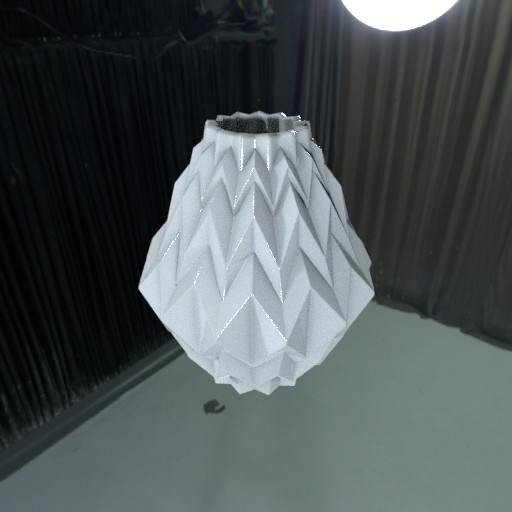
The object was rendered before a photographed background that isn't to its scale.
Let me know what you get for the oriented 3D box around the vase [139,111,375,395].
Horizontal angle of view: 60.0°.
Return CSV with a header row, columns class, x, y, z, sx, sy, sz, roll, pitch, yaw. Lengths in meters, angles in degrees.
class,x,y,z,sx,sy,sz,roll,pitch,yaw
vase,0.000,0.000,0.311,0.164,0.185,0.164,0,30,0
